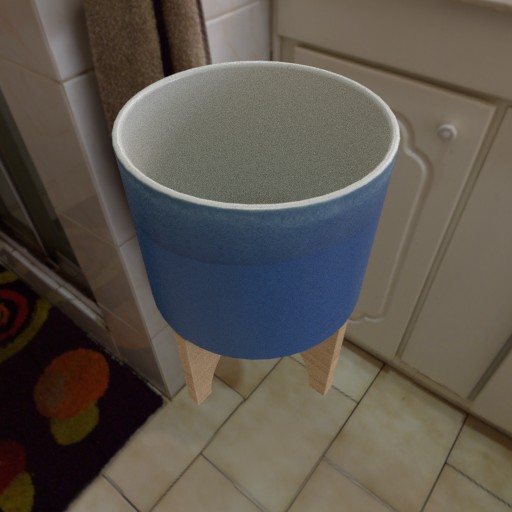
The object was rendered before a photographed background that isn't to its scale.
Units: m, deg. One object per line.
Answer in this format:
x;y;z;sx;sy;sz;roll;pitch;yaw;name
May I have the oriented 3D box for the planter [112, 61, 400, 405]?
0.000;0.000;0.542;0.261;0.367;0.261;0;46;0;planter
